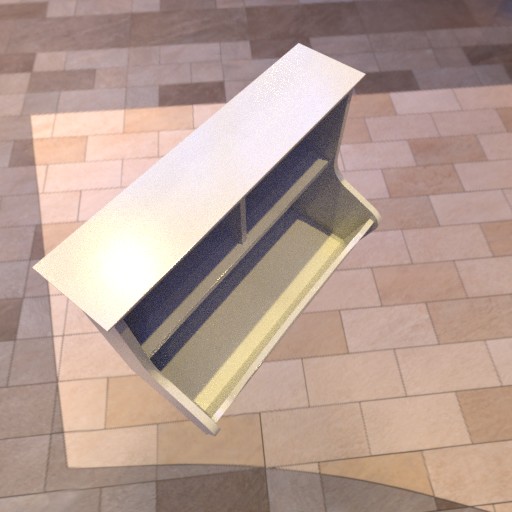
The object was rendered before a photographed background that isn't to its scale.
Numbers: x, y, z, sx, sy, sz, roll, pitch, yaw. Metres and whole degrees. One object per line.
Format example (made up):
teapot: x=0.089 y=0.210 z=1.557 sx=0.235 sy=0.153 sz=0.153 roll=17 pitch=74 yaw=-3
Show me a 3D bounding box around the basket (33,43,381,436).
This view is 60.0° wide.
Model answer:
basket: x=0.000 y=0.000 z=1.108 sx=0.350 sy=0.600 sz=0.780 roll=34 pitch=65 yaw=18
